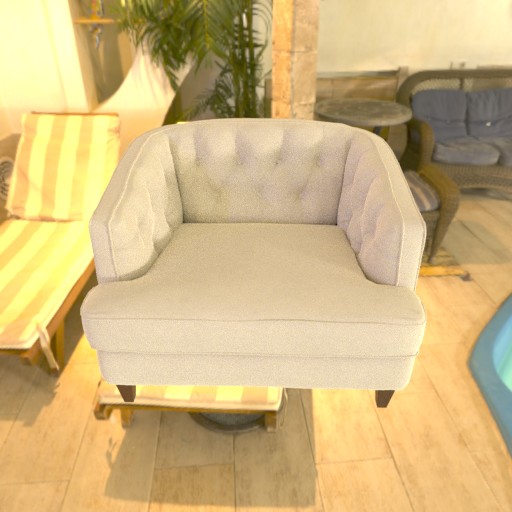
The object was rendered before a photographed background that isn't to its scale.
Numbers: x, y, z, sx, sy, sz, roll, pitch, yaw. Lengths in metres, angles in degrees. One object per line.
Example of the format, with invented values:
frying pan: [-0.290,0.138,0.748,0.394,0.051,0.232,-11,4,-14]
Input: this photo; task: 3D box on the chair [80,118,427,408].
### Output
chair: [0.000,0.000,1.751,1.104,0.852,0.941,1,31,1]
